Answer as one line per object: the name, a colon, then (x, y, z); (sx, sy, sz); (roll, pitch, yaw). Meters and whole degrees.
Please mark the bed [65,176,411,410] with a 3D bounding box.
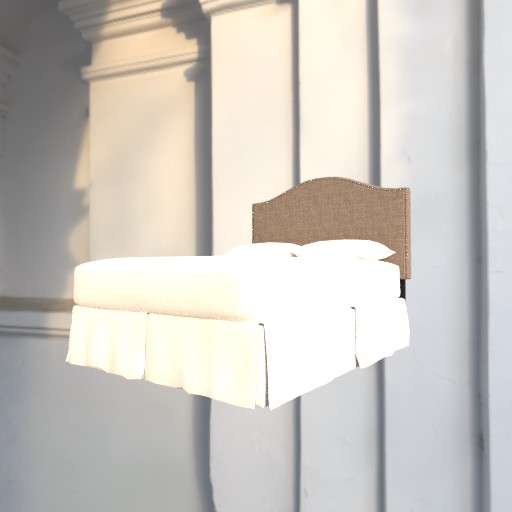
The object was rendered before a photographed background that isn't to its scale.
bed: (0.000, 0.000, 3.356); (1.713, 1.518, 2.153); (-1, -2, 37)
